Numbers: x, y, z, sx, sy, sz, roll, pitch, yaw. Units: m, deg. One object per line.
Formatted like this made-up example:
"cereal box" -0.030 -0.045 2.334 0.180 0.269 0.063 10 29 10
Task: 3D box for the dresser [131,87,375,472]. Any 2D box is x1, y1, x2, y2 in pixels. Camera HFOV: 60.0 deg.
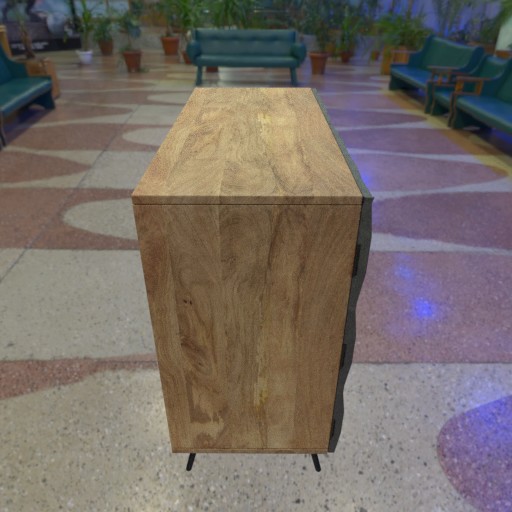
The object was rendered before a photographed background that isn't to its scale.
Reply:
"dresser" 0.000 0.000 1.428 0.446 0.847 0.967 0 32 0
